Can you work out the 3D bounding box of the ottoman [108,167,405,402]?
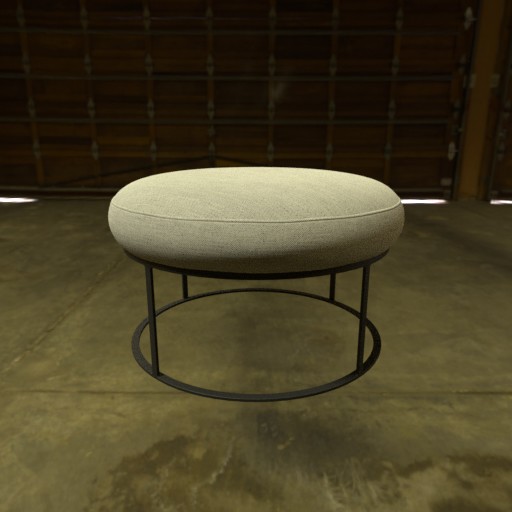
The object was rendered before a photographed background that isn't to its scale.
[{"bbox_3d":[0.000,0.000,1.239,0.769,0.459,0.769,0,16,0],"label":"ottoman"}]
